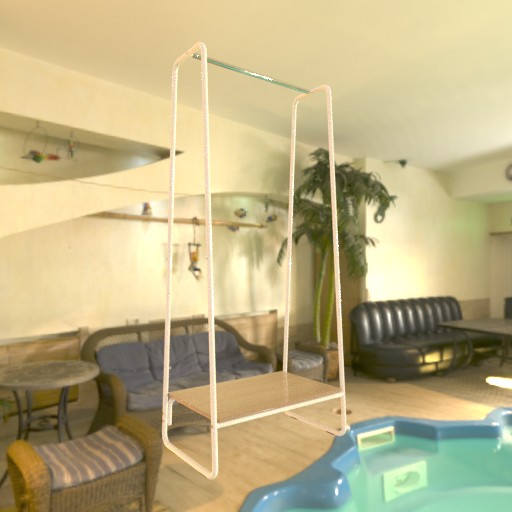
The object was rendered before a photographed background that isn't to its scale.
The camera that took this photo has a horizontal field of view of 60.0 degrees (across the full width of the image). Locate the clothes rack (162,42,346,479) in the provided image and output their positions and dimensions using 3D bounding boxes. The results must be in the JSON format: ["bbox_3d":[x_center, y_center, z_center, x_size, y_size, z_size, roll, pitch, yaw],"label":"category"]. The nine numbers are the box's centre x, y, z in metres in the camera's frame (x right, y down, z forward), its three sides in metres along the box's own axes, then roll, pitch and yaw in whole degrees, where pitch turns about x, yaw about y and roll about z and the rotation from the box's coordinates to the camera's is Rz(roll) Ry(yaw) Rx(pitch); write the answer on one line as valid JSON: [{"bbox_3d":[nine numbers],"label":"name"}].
[{"bbox_3d":[0.000,0.000,1.802,0.640,1.500,0.400,1,-1,-37],"label":"clothes rack"}]
